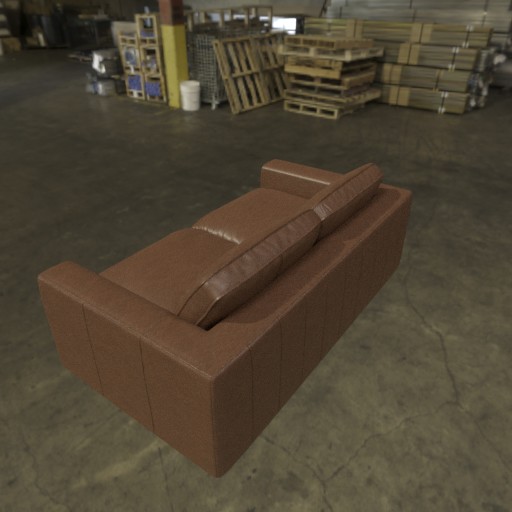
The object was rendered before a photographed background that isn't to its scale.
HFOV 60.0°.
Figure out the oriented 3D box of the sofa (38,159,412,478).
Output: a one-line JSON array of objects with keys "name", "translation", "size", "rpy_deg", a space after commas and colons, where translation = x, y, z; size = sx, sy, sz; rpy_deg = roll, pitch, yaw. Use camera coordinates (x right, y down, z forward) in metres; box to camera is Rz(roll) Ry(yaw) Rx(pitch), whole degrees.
[{"name": "sofa", "translation": [0.000, 0.000, 2.434], "size": [1.070, 0.800, 1.920], "rpy_deg": [21, 37, 30]}]
